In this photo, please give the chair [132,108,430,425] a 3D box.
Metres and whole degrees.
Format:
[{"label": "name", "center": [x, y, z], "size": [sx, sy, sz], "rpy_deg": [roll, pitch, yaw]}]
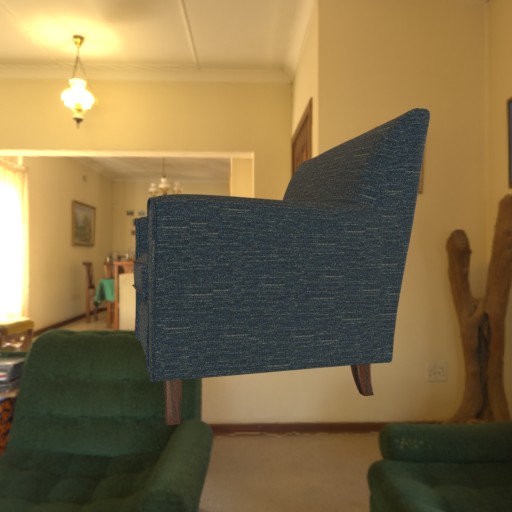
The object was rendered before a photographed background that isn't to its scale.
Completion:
[{"label": "chair", "center": [0.000, 0.000, 1.650], "size": [0.873, 0.928, 0.864], "rpy_deg": [0, 0, -18]}]
